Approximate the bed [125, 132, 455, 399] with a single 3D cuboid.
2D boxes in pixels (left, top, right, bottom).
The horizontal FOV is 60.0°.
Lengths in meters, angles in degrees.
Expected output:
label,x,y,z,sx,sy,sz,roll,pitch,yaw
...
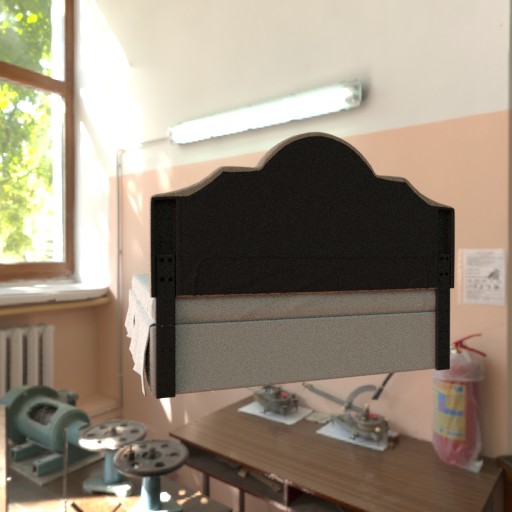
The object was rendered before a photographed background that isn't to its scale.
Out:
label,x,y,z,sx,sy,sz,roll,pitch,yaw
bed,0.000,0.000,3.024,1.667,1.194,1.970,0,1,-18
